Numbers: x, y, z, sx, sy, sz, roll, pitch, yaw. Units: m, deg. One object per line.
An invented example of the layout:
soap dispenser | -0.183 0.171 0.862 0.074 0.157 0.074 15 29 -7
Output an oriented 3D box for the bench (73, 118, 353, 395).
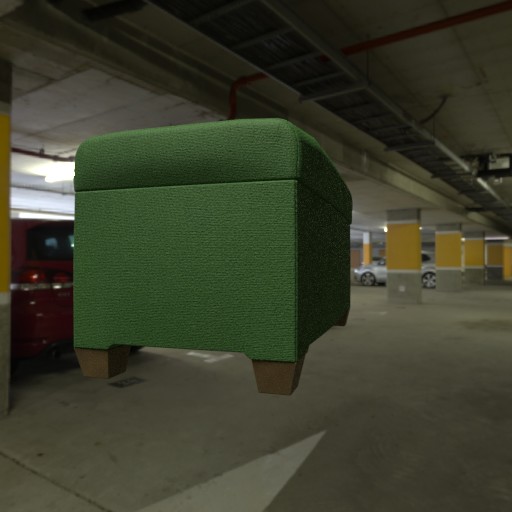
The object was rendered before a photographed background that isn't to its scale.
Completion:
bench | 0.000 0.000 1.279 0.505 0.501 0.989 0 -1 17
